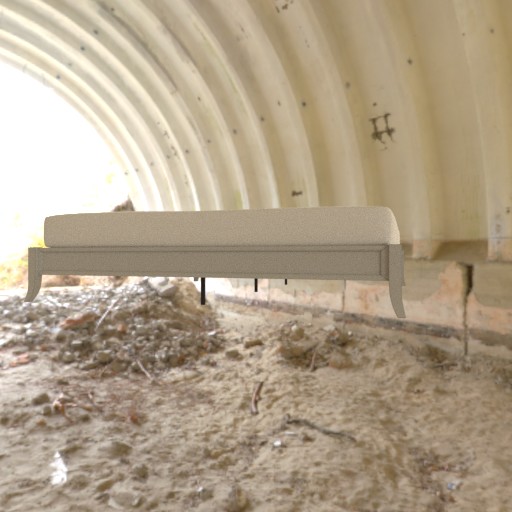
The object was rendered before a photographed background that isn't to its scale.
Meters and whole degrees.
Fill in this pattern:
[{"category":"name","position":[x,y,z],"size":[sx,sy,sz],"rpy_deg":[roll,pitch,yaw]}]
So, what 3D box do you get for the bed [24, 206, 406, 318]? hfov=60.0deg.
[{"category":"bed","position":[0.000,0.000,3.134],"size":[2.007,0.510,2.108],"rpy_deg":[0,0,19]}]
